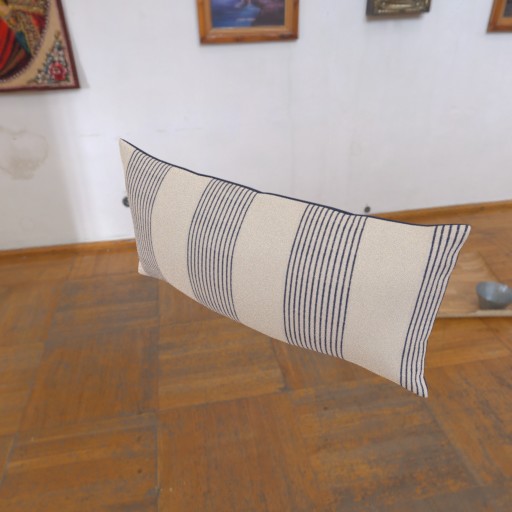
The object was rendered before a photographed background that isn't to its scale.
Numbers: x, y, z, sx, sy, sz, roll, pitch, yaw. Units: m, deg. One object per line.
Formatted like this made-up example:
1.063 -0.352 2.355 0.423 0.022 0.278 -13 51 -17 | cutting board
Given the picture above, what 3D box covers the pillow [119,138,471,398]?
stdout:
0.000 0.000 0.727 0.610 0.287 0.151 19 36 29 | pillow
